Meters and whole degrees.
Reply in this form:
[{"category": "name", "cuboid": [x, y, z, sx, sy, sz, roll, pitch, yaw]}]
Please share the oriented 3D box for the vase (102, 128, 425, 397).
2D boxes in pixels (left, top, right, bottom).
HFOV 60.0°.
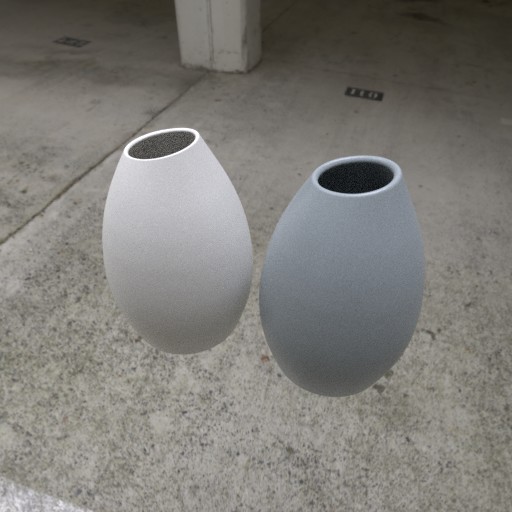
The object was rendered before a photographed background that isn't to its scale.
[{"category": "vase", "cuboid": [0.000, 0.000, 0.252, 0.187, 0.131, 0.089, 12, 42, 13]}]
